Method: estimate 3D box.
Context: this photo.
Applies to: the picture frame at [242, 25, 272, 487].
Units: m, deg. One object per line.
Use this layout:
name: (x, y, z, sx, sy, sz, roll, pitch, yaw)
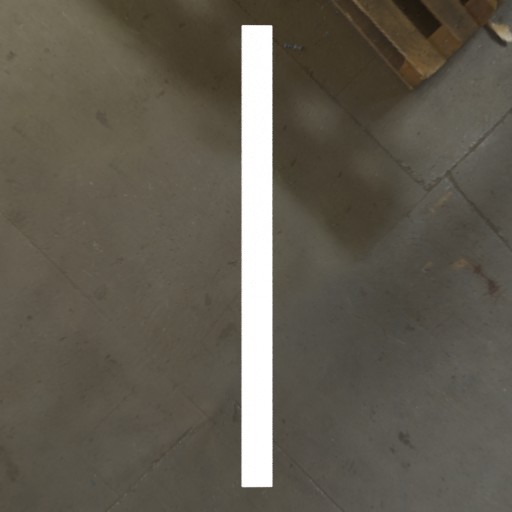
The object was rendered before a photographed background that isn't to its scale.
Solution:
picture frame: (0.000, 0.000, 0.853, 0.050, 0.250, 0.759, 0, 90, -1)
